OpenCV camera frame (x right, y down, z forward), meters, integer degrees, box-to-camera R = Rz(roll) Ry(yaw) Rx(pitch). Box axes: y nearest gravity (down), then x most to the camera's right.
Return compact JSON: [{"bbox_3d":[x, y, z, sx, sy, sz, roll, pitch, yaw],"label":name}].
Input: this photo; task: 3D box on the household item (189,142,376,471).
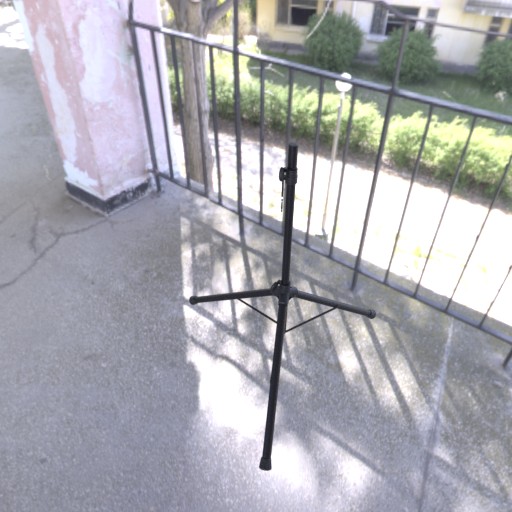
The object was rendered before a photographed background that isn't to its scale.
[{"bbox_3d":[0.000,0.000,1.917,0.907,1.136,1.045,26,47,27],"label":"household item"}]
